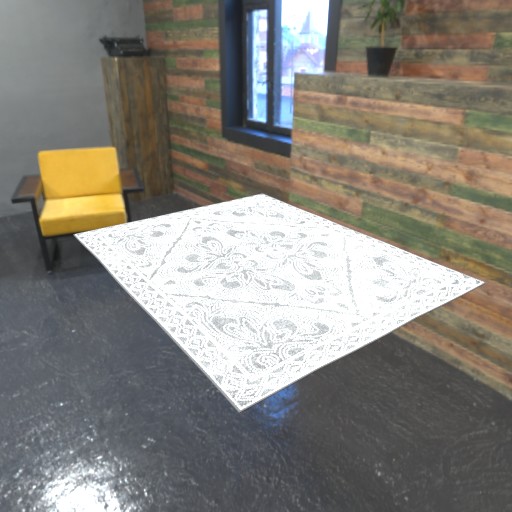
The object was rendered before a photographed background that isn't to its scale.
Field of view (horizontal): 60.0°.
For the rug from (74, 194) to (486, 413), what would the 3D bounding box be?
[{"bbox_3d":[0.000,0.000,4.061,2.438,0.012,3.048,-17,30,-32],"label":"rug"}]
